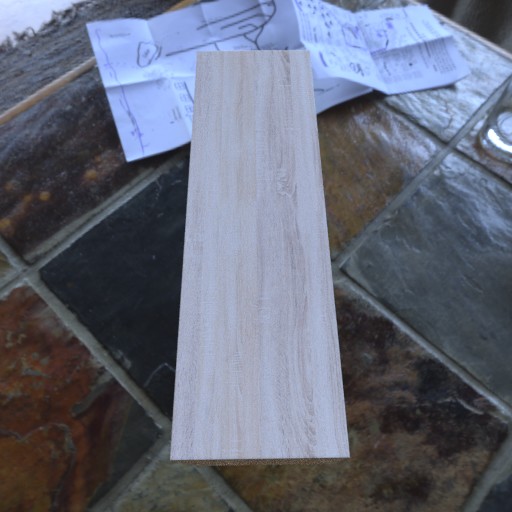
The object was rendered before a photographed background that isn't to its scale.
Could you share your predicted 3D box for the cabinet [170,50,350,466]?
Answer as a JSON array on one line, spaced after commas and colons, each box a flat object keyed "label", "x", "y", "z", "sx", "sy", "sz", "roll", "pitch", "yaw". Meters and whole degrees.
[{"label": "cabinet", "x": 0.000, "y": 0.000, "z": 1.947, "sx": 0.500, "sy": 0.780, "sz": 1.650, "roll": -1, "pitch": 64, "yaw": 0}]
